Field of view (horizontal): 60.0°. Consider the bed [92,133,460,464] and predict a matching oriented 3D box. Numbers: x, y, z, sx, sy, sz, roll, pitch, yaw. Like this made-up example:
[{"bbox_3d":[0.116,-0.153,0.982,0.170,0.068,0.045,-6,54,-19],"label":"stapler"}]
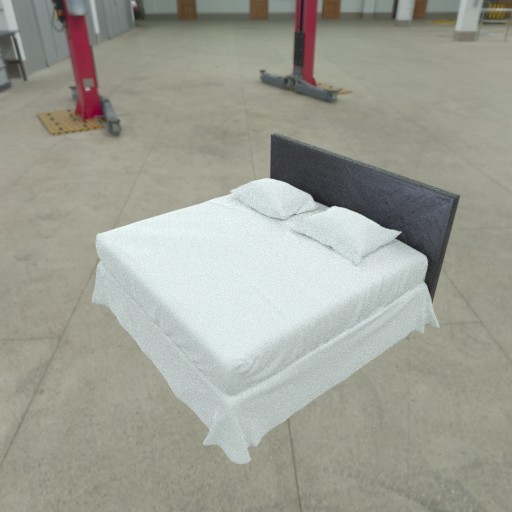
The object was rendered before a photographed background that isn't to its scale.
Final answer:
[{"bbox_3d":[0.000,0.000,3.563,2.165,1.158,2.255,-22,38,-32],"label":"bed"}]
